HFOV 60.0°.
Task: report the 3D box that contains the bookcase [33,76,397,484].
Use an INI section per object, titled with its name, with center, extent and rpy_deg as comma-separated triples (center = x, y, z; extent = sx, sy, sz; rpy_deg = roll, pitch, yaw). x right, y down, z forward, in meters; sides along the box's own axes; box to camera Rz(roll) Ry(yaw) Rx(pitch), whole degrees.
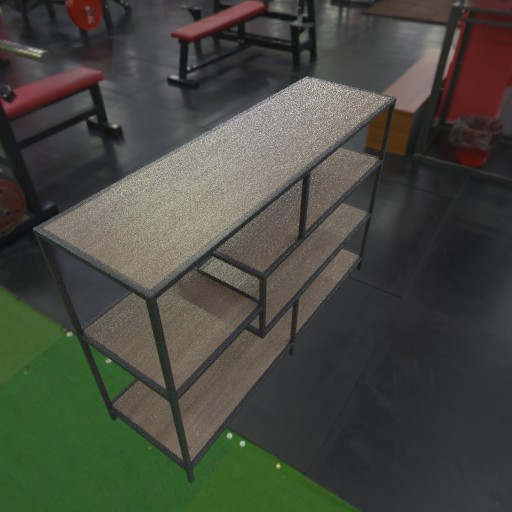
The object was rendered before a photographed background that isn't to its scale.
[bookcase]
center = 0.000, 0.000, 1.465
extent = 0.350, 0.780, 1.140
rpy_deg = 25, 47, 26
